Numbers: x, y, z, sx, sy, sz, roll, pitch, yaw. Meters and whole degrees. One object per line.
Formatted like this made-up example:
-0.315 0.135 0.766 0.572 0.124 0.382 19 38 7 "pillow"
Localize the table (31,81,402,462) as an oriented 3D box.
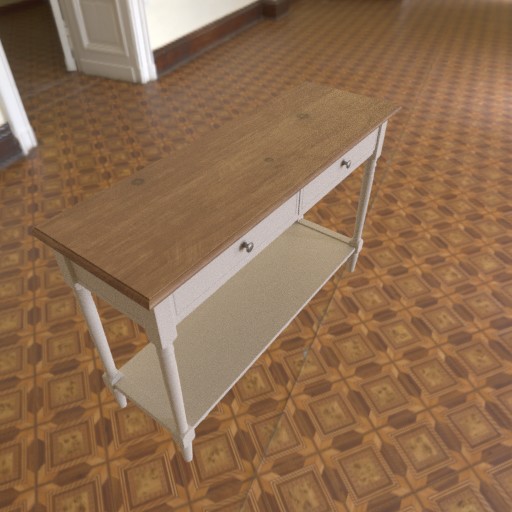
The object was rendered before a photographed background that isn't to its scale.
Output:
0.000 0.000 1.567 0.399 0.800 1.219 26 47 27 "table"
